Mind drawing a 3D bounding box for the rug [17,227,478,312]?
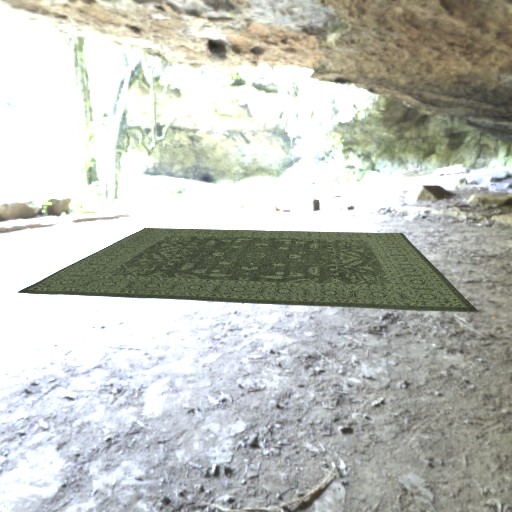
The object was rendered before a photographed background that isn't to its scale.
[{"bbox_3d":[0.000,0.000,4.067,3.069,0.026,2.451,2,15,7],"label":"rug"}]
